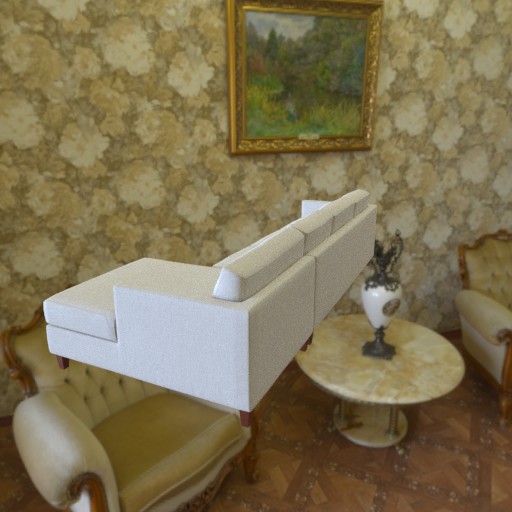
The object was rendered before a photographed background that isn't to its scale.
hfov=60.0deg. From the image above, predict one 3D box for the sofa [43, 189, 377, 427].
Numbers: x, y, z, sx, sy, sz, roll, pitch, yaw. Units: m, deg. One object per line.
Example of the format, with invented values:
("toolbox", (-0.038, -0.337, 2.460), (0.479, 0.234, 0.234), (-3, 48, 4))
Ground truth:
("sofa", (0.000, 0.000, 4.175), (1.599, 0.954, 3.471), (8, 18, 24))
